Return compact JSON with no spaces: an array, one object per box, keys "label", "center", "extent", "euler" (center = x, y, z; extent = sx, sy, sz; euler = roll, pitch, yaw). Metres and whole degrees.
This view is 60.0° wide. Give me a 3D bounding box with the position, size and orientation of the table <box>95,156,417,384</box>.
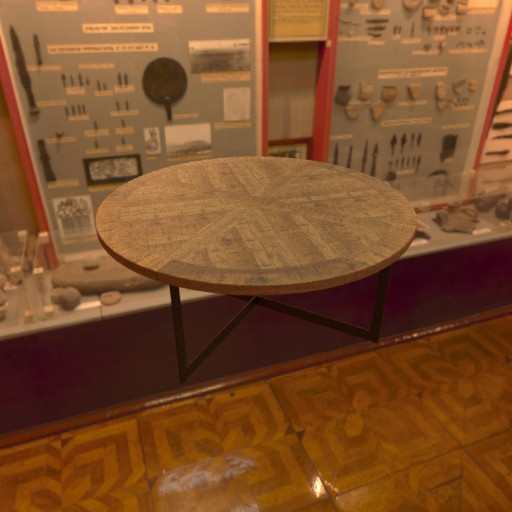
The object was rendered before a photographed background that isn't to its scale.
[{"label":"table","center":[0.000,0.000,1.949],"extent":[1.264,0.516,1.264],"euler":[0,29,0]}]
